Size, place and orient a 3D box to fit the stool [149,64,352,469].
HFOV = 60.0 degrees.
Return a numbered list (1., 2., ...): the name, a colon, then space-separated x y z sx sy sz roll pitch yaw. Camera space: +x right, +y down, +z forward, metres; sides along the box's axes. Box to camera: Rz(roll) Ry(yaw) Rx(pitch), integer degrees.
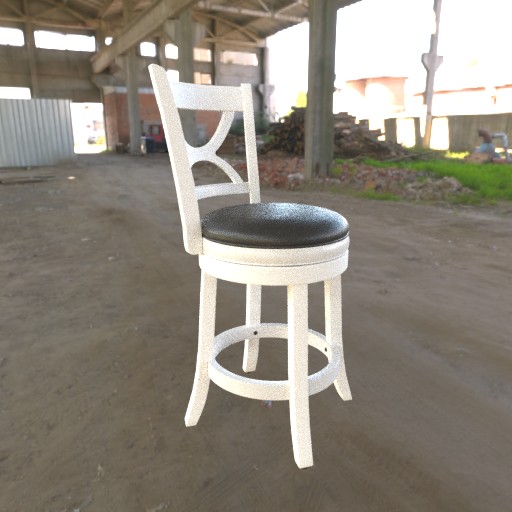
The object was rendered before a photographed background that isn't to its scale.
1. stool: 0.000 0.000 1.230 0.508 0.953 0.444 8 17 28
